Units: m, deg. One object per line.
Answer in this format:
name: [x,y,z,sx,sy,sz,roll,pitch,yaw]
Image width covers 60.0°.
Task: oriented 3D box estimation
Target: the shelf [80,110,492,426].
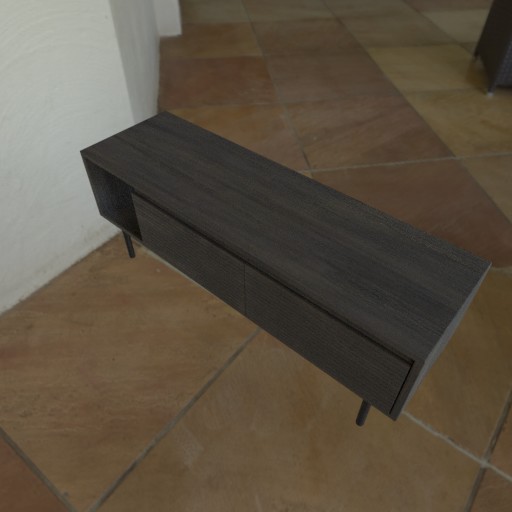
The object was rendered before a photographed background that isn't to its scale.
shelf: [0.000,0.000,1.535,1.300,0.495,0.400,31,53,28]
